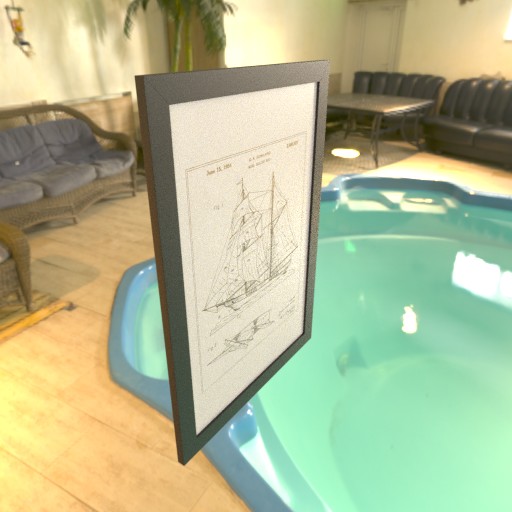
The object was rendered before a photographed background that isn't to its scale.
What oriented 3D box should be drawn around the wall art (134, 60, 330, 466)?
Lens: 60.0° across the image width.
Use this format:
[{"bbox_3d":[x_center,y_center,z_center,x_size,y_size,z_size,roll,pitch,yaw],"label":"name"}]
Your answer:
[{"bbox_3d":[0.000,0.000,0.676,0.013,0.534,0.381,18,31,31],"label":"wall art"}]
